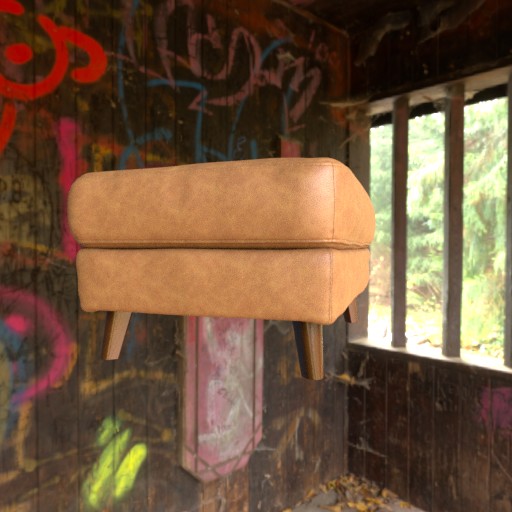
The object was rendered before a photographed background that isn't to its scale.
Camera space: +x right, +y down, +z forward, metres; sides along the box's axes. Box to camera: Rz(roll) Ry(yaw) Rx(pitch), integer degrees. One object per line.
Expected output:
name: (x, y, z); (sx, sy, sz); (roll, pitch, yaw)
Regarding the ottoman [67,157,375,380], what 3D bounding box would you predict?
ottoman: (0.000, 0.000, 1.264); (0.630, 0.461, 0.869); (0, 1, 19)
